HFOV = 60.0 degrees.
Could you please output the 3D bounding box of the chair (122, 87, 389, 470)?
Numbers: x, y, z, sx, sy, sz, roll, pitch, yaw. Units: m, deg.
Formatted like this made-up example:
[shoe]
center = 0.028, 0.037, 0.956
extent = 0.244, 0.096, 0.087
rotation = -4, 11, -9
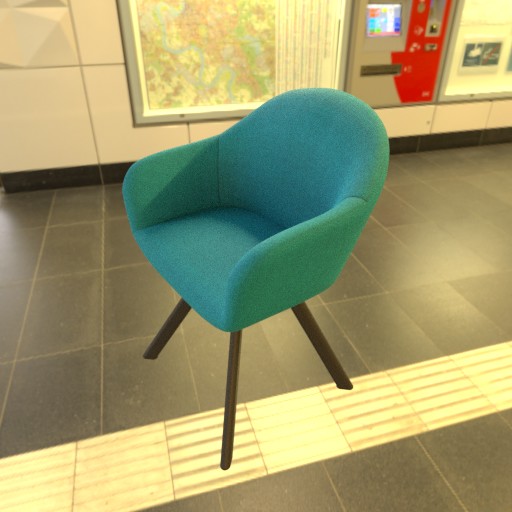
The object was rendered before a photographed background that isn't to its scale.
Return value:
[chair]
center = 0.000, 0.000, 1.182
extent = 0.550, 0.795, 0.590
rotation = -21, 37, -30
